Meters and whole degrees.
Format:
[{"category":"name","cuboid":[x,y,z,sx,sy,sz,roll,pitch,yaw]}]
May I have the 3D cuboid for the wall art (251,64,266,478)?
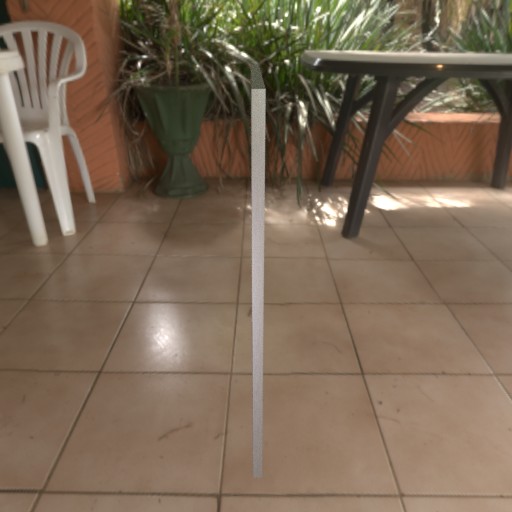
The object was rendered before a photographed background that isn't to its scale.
[{"category":"wall art","cuboid":[0.000,0.000,0.690,0.013,0.529,0.376,0,26,-1]}]
